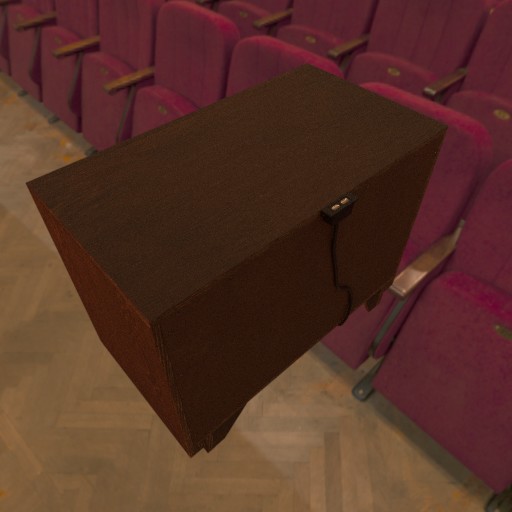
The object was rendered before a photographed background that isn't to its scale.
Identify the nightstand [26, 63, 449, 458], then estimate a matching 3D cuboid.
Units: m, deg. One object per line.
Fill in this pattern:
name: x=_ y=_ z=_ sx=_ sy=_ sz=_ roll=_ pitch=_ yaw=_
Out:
nightstand: x=0.000 y=0.000 z=1.126 sx=0.775 sy=0.612 sz=0.457 roll=-33 pitch=55 yaw=-27
